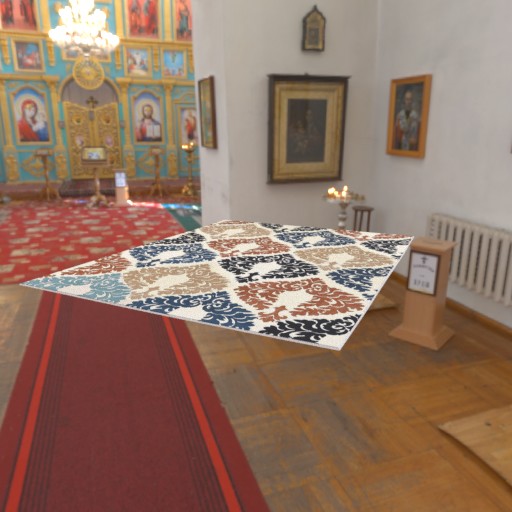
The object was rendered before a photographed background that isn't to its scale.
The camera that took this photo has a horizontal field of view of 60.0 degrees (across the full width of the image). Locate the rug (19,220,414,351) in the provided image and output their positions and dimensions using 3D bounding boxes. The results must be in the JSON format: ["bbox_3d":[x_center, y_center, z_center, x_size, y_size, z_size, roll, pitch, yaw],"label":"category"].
[{"bbox_3d":[0.000,0.000,4.068,2.423,0.014,3.040,7,16,25],"label":"rug"}]
